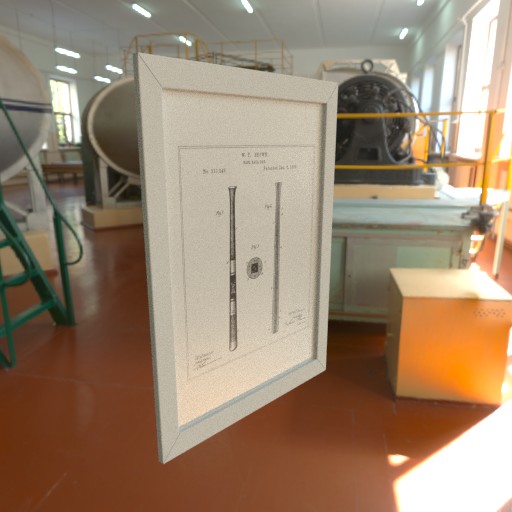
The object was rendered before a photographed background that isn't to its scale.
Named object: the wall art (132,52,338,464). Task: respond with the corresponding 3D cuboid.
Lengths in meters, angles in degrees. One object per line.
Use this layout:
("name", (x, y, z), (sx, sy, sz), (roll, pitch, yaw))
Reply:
("wall art", (0.000, 0.000, 0.680), (0.374, 0.529, 0.012), (-14, 20, -43))
